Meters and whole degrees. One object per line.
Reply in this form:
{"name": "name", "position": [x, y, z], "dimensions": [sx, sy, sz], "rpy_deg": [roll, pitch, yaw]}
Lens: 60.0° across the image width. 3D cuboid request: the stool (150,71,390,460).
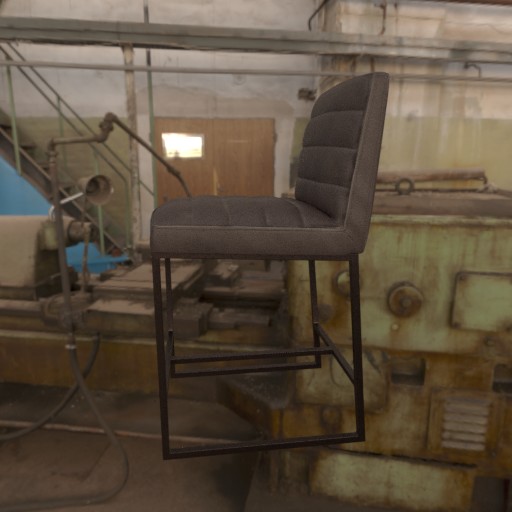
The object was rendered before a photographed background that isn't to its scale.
{"name": "stool", "position": [0.000, 0.000, 1.262], "dimensions": [0.562, 0.946, 0.463], "rpy_deg": [-2, 13, -8]}
